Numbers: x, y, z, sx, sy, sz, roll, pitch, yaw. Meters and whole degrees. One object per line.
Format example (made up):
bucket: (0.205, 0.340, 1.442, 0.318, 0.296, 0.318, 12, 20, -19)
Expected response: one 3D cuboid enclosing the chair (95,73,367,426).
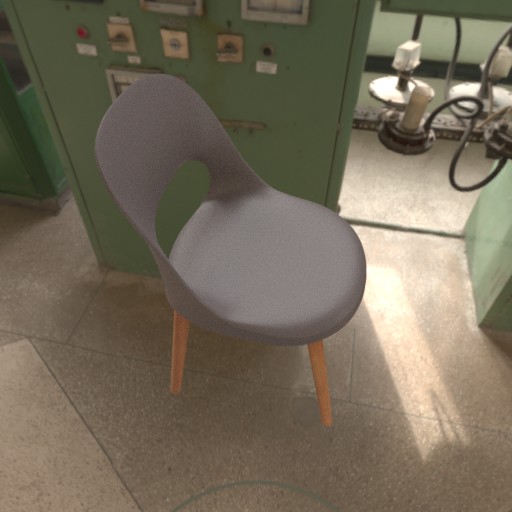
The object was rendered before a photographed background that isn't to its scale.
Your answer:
chair: (0.000, 0.000, 1.118, 0.556, 0.794, 0.470, 10, 48, 9)
